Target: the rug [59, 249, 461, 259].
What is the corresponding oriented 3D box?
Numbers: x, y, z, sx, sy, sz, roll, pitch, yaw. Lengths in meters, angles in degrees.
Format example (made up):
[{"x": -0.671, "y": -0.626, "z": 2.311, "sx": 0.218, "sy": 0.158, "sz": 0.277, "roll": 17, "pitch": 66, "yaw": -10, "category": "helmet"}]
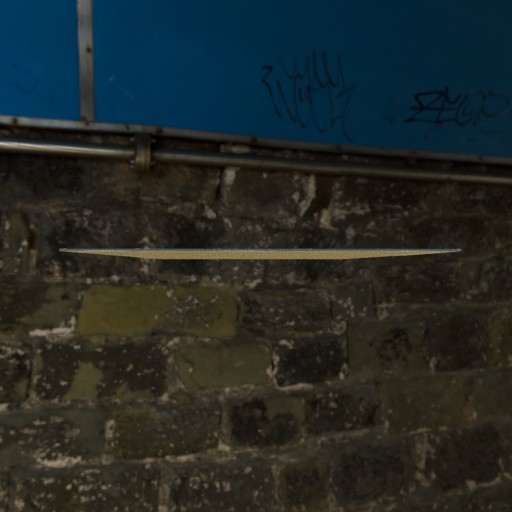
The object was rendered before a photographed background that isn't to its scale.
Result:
[{"x": 0.000, "y": 0.000, "z": 4.337, "sx": 2.432, "sy": 0.018, "sz": 3.342, "roll": 0, "pitch": -1, "yaw": -1, "category": "rug"}]
